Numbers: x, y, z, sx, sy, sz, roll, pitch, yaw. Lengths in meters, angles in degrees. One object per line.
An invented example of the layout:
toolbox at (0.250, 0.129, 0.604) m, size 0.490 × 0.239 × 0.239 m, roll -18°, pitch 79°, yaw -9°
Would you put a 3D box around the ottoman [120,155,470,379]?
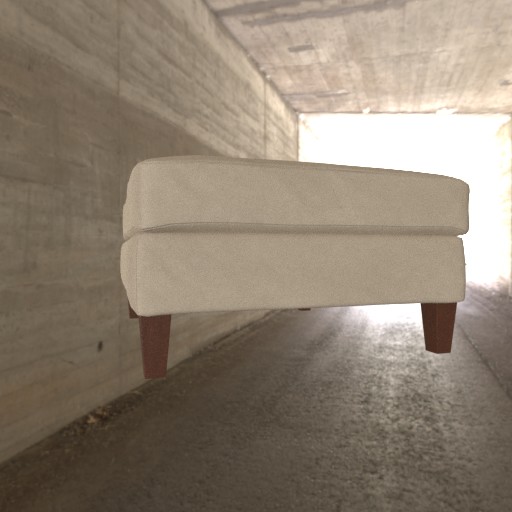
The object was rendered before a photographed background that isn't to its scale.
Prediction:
ottoman at (0.000, 0.000, 1.447) m, size 0.836 × 0.492 × 1.002 m, roll 0°, pitch 1°, yaw -18°
